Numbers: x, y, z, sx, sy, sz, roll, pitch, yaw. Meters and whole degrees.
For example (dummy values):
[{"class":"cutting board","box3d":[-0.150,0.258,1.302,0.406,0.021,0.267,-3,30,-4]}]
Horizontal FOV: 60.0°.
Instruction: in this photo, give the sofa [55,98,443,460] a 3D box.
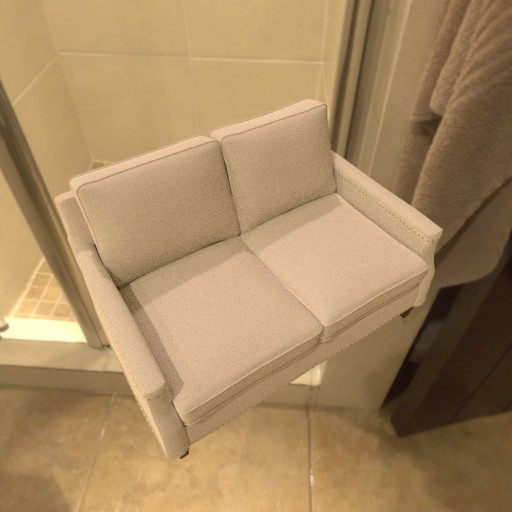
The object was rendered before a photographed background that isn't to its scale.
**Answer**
[{"class":"sofa","box3d":[0.000,0.000,2.236,1.597,1.003,1.084,-25,52,-22]}]
